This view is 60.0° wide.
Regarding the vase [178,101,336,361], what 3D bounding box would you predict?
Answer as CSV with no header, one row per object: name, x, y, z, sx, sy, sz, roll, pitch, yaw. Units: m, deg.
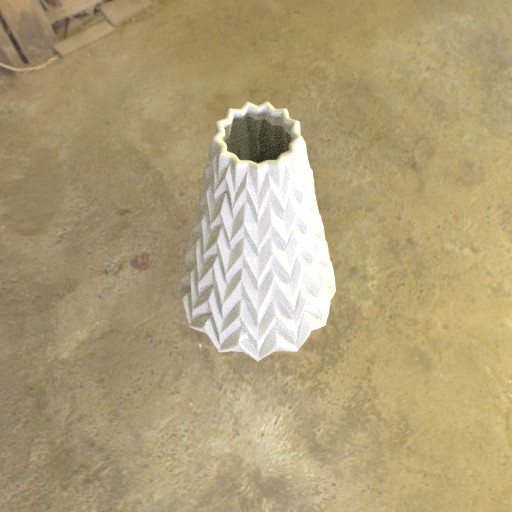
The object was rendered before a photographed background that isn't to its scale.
vase,0.000,0.000,0.415,0.167,0.328,0.167,0,63,0
